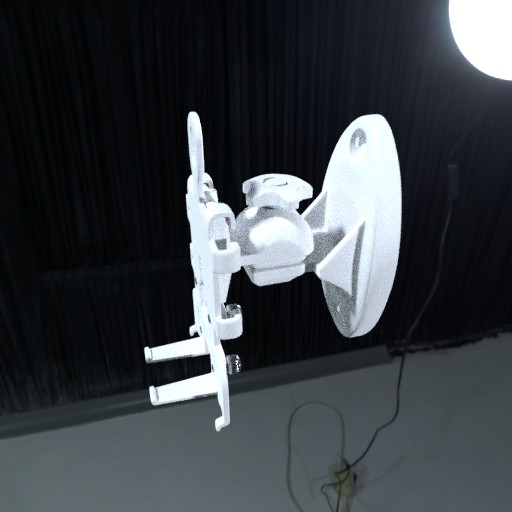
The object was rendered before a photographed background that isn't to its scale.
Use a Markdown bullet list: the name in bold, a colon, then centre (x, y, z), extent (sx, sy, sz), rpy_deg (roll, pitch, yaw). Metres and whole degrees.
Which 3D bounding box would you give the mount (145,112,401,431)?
- **mount**: centre (0.000, 0.000, 0.184), extent (0.100, 0.118, 0.066), rpy_deg (-8, 30, -15)
